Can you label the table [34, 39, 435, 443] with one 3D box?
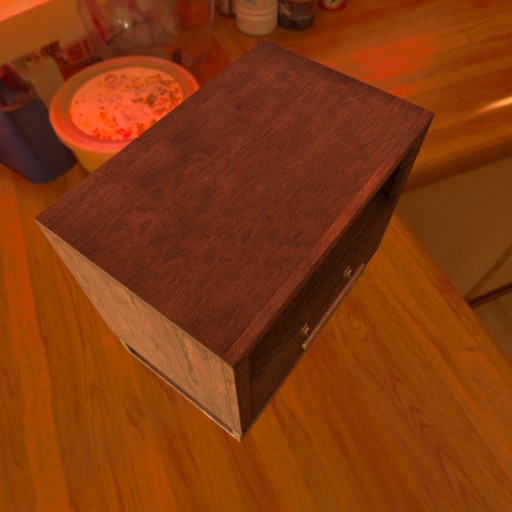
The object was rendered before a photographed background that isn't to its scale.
[{"bbox_3d":[0.000,0.000,1.270,0.542,0.746,0.767,32,63,19],"label":"table"}]
